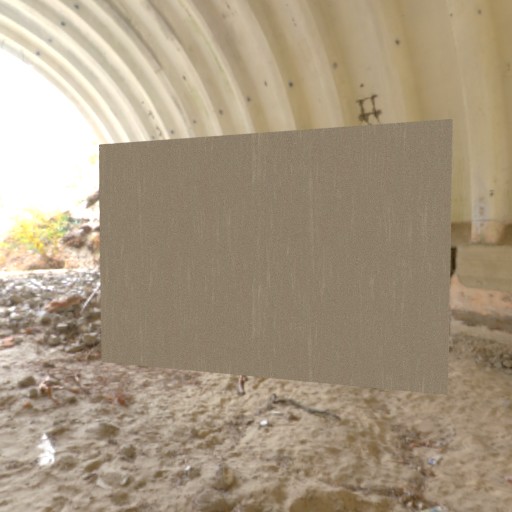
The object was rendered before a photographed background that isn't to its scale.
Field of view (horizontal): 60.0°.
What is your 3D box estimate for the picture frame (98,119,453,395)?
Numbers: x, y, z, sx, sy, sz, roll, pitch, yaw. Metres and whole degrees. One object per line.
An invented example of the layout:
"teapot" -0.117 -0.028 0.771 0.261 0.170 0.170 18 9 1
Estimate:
"picture frame" 0.000 0.000 1.179 0.950 0.640 0.029 1 2 17
